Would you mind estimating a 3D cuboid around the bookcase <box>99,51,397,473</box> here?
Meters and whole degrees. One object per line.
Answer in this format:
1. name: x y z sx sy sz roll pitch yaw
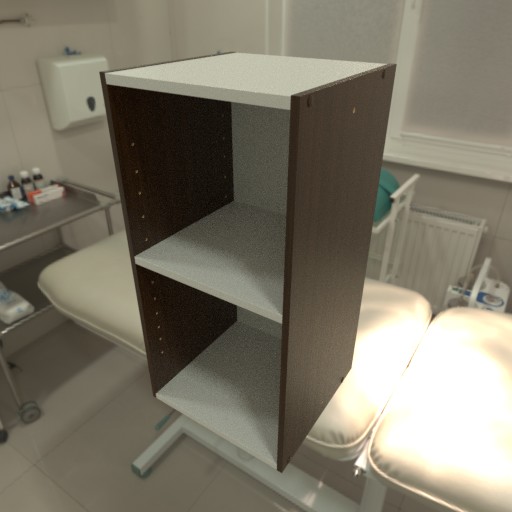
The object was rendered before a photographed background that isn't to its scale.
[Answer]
1. bookcase: 0.000 0.000 0.761 0.300 0.600 0.290 19 35 29
